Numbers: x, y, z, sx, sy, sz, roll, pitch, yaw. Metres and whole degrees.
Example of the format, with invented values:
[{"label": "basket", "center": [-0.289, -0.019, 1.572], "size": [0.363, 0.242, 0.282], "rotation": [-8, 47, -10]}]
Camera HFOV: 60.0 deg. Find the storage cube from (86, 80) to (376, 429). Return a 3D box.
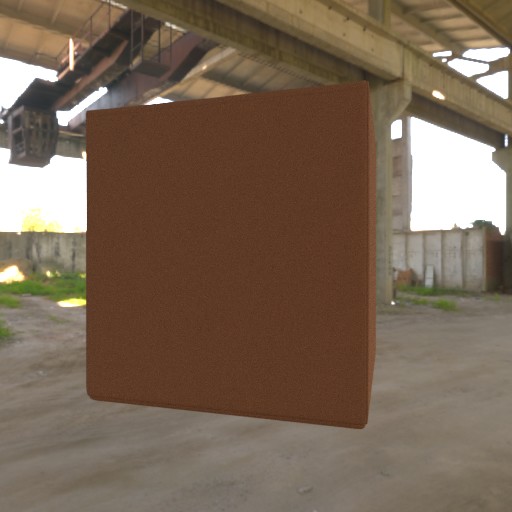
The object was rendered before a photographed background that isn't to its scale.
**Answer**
[{"label": "storage cube", "center": [0.000, 0.000, 0.516], "size": [0.270, 0.280, 0.270], "rotation": [0, 0, 16]}]
